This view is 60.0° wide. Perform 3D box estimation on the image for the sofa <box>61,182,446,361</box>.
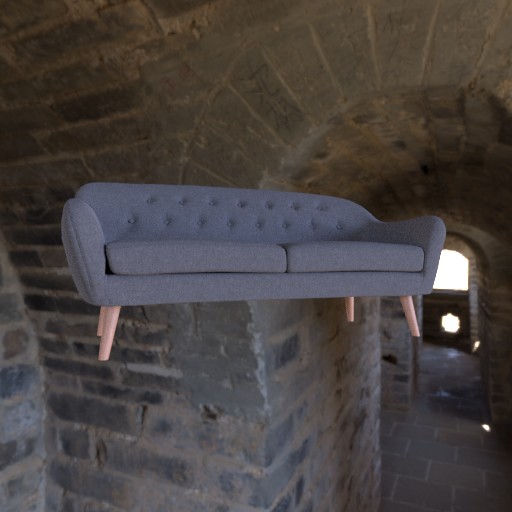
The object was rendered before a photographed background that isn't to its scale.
[{"bbox_3d":[0.000,0.000,2.302,1.840,0.820,0.820,0,-1,-21],"label":"sofa"}]
